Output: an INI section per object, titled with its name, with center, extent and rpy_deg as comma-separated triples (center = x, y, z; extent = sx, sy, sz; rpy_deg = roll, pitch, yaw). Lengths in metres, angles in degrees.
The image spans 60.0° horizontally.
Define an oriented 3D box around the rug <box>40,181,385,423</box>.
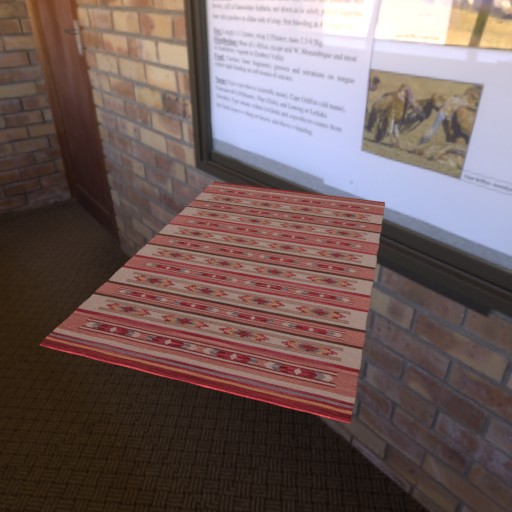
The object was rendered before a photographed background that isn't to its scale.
[rug]
center = 0.000, 0.000, 2.333
extent = 1.223, 0.008, 1.817
rpy_deg = 9, 32, 15
